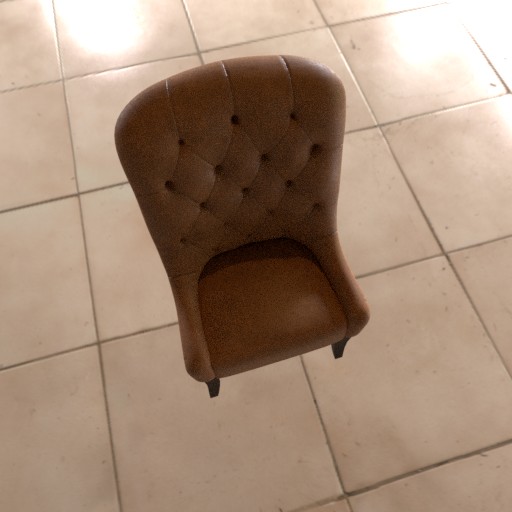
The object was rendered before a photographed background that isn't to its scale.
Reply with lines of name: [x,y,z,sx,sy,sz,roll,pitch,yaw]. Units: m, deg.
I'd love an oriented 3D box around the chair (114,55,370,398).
chair: [0.000,0.000,1.476,0.634,1.091,0.629,-15,65,-7]
